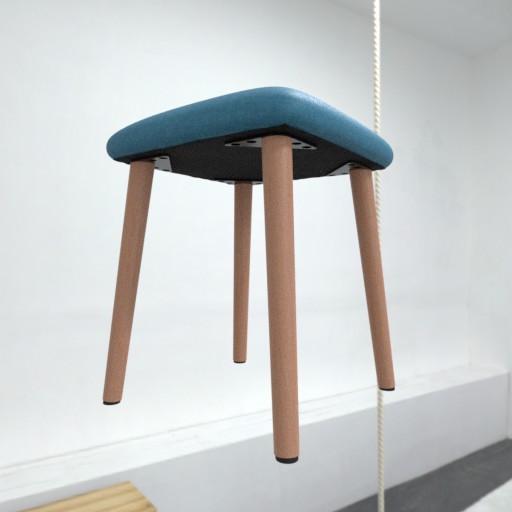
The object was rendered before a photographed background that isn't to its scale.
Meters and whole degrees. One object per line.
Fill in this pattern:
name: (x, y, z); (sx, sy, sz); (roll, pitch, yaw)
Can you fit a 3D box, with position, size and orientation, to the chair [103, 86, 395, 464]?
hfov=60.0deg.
chair: (0.000, 0.000, 0.715); (0.360, 0.450, 0.360); (0, 0, 36)
